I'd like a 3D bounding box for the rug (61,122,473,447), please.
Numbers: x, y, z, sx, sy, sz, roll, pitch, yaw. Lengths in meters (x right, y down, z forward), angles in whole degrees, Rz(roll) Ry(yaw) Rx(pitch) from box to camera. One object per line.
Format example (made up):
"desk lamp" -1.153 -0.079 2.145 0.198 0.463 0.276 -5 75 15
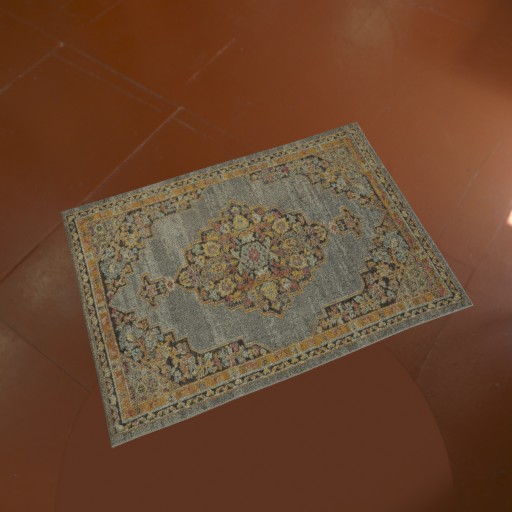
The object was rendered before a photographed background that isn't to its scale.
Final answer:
"rug" 0.000 0.000 3.897 3.063 0.024 2.158 -19 65 -9
